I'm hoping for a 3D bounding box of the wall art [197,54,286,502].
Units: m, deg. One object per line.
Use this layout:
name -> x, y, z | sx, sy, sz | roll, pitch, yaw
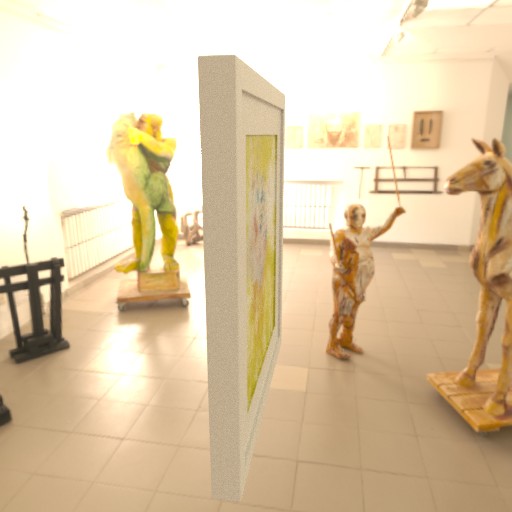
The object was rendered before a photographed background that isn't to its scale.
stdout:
wall art -> 0.000, 0.000, 0.516 | 0.028, 0.381, 0.331 | 3, 16, 9
